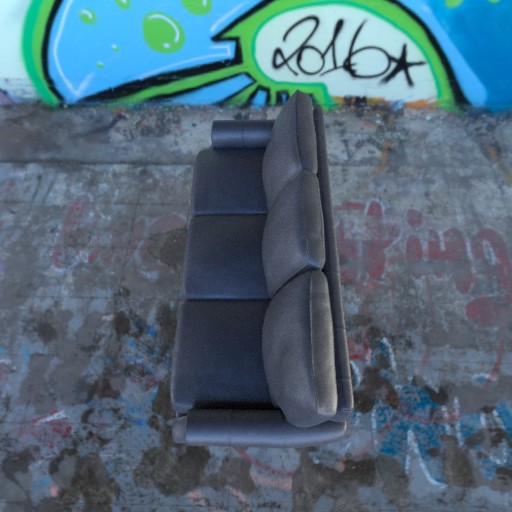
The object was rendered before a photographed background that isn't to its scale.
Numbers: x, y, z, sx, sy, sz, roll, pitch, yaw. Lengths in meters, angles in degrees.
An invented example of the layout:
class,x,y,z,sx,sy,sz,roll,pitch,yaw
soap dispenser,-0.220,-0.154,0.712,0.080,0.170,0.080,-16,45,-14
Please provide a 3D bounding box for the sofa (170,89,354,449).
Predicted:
class,x,y,z,sx,sy,sz,roll,pitch,yaw
sofa,0.000,0.000,2.938,0.974,0.977,2.387,0,58,0
